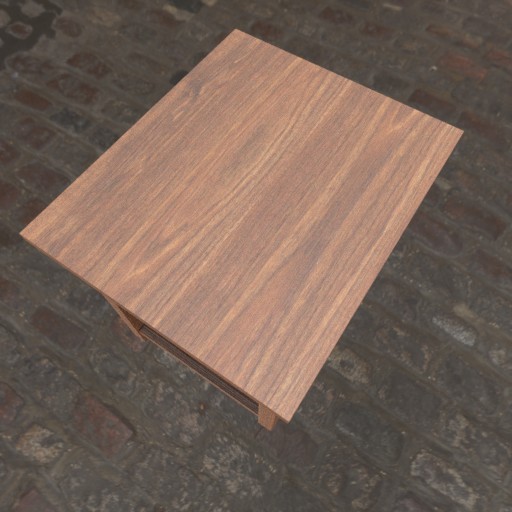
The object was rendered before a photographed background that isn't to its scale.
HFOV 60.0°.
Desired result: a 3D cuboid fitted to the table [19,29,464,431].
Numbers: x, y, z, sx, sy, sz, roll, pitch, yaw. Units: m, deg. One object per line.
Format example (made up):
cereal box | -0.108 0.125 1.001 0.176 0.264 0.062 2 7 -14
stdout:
table | 0.000 0.000 1.115 0.559 0.635 0.660 31 67 15
